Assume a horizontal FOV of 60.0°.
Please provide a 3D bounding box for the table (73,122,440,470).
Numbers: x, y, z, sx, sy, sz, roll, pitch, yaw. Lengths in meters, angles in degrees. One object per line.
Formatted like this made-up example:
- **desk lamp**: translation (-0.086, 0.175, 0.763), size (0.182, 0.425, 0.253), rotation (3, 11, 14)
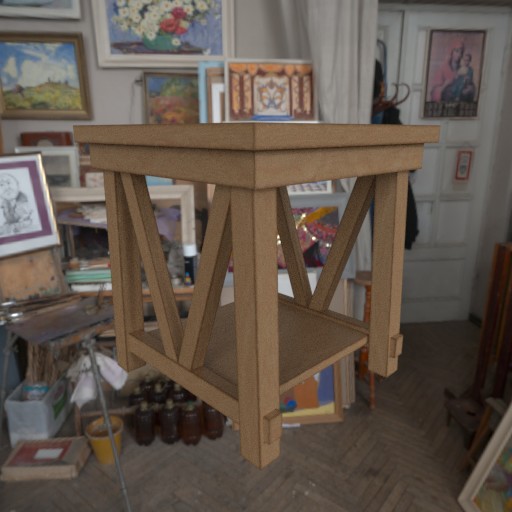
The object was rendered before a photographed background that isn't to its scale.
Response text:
- **table**: translation (0.000, 0.000, 1.128), size (0.610, 0.638, 0.612), rotation (-15, 22, -42)
